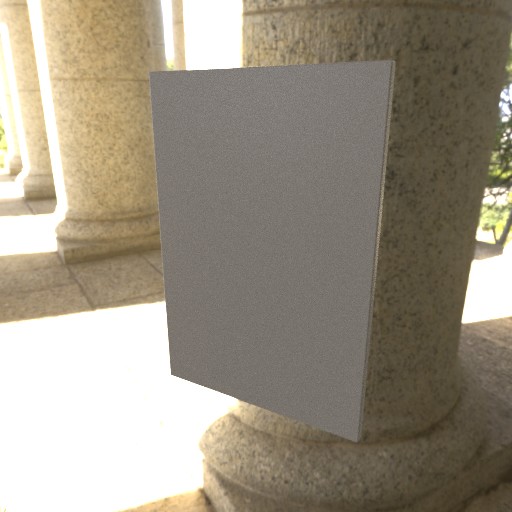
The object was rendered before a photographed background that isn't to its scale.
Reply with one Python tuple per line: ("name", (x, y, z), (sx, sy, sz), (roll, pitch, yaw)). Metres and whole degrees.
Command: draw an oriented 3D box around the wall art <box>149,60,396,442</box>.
("wall art", (0.000, 0.000, 1.034), (0.556, 0.813, 0.026), (10, 21, 28))
